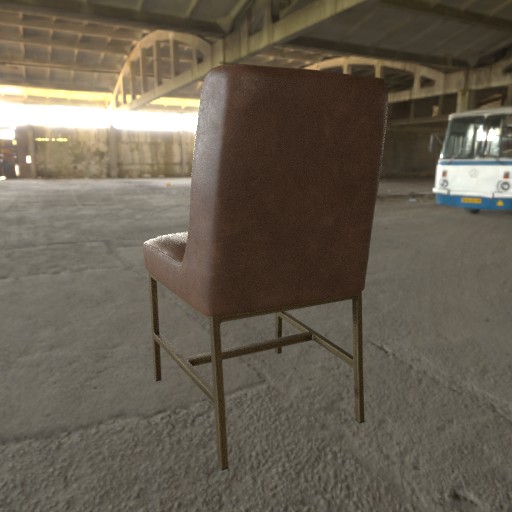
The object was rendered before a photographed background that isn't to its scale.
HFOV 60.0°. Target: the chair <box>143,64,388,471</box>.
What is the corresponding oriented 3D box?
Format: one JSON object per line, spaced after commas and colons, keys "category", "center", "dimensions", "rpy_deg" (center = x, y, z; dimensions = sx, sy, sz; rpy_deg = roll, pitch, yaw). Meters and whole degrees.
{"category": "chair", "center": [0.000, 0.000, 1.243], "dimensions": [0.508, 0.889, 0.587], "rpy_deg": [-6, 14, -27]}
